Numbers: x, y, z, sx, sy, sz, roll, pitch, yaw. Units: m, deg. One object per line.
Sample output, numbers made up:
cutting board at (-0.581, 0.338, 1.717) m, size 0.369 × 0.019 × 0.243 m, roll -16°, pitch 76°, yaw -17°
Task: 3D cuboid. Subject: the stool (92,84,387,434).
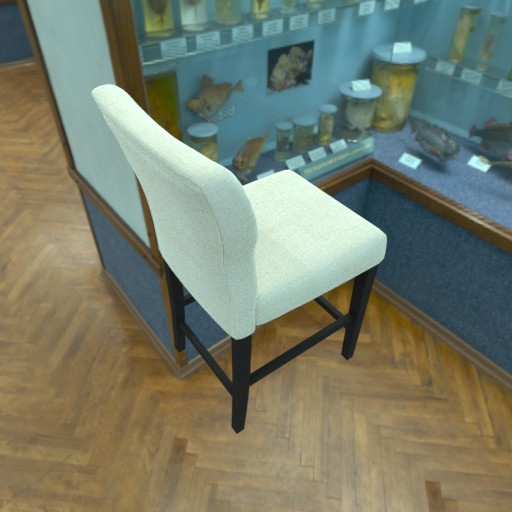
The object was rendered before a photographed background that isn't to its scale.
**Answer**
stool at (0.000, 0.000, 1.284) m, size 0.603 × 0.972 × 0.514 m, roll -26°, pitch 48°, yaw -26°
